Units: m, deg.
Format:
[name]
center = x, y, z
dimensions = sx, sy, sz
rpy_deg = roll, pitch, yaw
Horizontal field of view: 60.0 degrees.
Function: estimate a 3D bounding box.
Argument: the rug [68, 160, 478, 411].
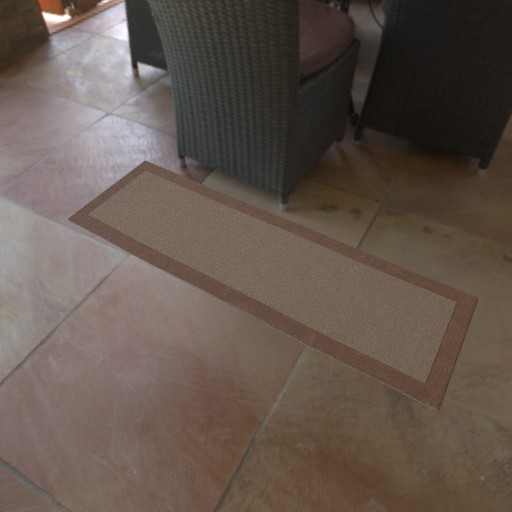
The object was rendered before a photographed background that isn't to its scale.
[rug]
center = 0.000, 0.000, 2.665
dimensions = 2.430, 0.012, 0.767
rpy_deg = 25, 52, 21
